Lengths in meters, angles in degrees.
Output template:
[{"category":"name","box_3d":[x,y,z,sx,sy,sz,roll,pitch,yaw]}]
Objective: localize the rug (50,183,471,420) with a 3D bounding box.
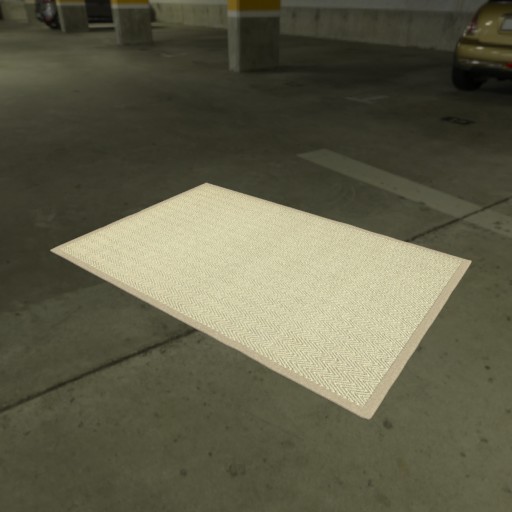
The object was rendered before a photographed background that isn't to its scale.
[{"category":"rug","box_3d":[0.000,0.000,2.894,2.290,0.021,1.540,21,36,31]}]
